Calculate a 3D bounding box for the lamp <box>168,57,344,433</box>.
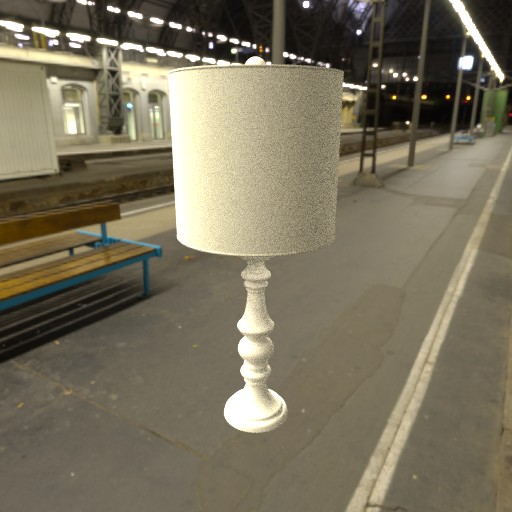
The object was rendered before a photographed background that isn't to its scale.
[{"bbox_3d":[0.000,0.000,0.724,0.250,0.597,0.250,3,18,9],"label":"lamp"}]
